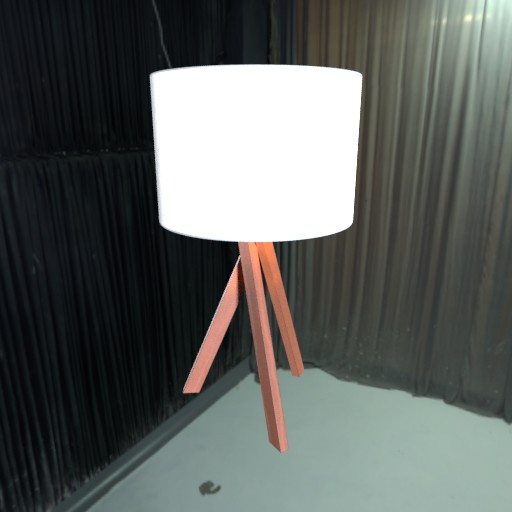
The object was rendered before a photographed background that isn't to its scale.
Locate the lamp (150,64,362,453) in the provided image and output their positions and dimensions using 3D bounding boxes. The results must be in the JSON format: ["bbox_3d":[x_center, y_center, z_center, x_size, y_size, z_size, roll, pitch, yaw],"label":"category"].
[{"bbox_3d":[0.000,0.000,0.914,0.380,0.686,0.380,9,19,26],"label":"lamp"}]
